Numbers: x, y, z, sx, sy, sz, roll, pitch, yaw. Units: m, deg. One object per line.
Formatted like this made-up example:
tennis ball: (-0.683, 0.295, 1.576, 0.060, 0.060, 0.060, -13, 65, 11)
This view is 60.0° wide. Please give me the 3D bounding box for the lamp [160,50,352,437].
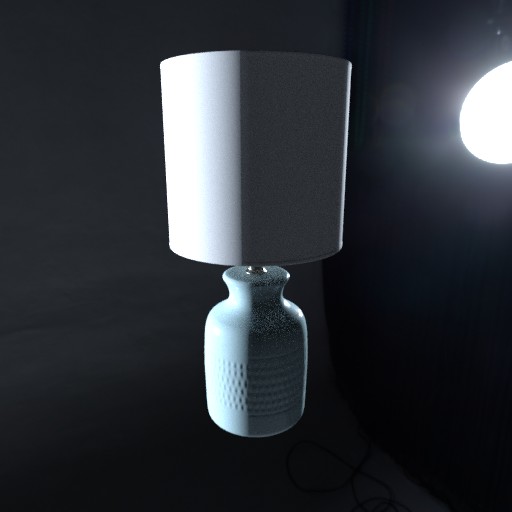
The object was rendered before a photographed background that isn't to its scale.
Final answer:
lamp: (0.000, 0.000, 1.102, 0.418, 0.871, 0.418, -8, 17, -27)
